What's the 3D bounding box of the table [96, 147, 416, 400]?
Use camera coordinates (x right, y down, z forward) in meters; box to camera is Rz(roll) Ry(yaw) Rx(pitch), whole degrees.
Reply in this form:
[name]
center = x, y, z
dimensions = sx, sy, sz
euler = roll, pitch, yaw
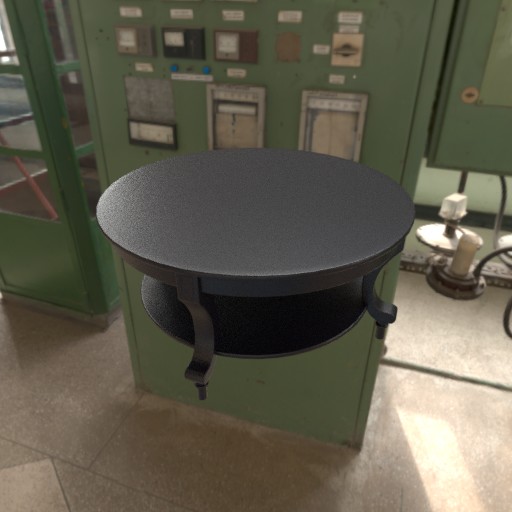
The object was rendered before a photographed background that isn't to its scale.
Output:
[table]
center = 0.000, 0.000, 1.609
dimensions = 1.029, 0.491, 1.029
euler = 0, 30, 0
